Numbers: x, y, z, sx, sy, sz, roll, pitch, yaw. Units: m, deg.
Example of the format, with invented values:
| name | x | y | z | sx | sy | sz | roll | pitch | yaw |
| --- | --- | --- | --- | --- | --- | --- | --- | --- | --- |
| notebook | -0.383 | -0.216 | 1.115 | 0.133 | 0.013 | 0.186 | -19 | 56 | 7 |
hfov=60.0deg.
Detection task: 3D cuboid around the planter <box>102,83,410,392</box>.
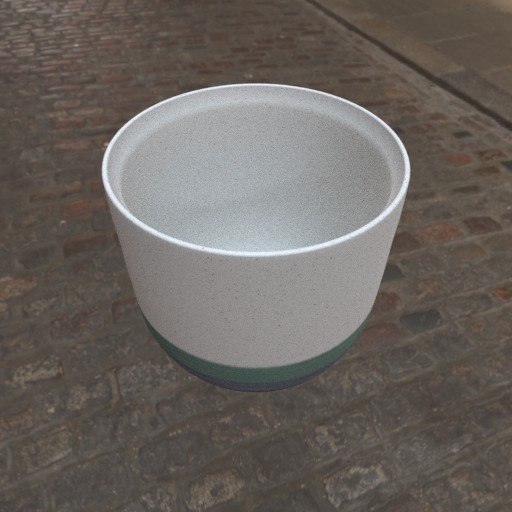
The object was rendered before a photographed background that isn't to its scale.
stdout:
| name | x | y | z | sx | sy | sz | roll | pitch | yaw |
| --- | --- | --- | --- | --- | --- | --- | --- | --- | --- |
| planter | 0.000 | 0.000 | 0.487 | 0.268 | 0.270 | 0.268 | 0 | 45 | 0 |
